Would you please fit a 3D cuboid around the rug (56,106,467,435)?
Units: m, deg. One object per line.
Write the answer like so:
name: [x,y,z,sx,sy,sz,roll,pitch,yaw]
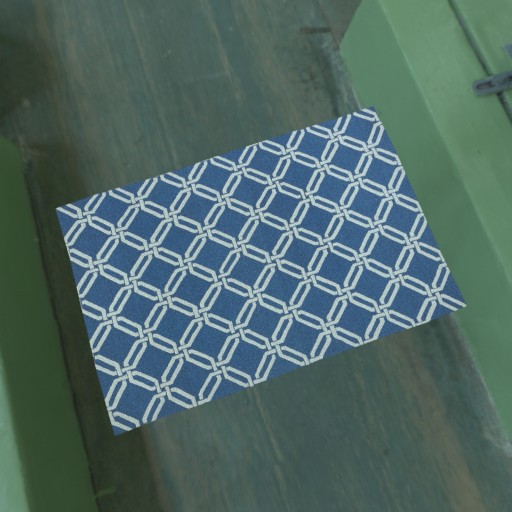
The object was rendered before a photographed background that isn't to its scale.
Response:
rug: [0.000,0.000,2.180,1.755,0.010,1.153,-19,77,-5]
